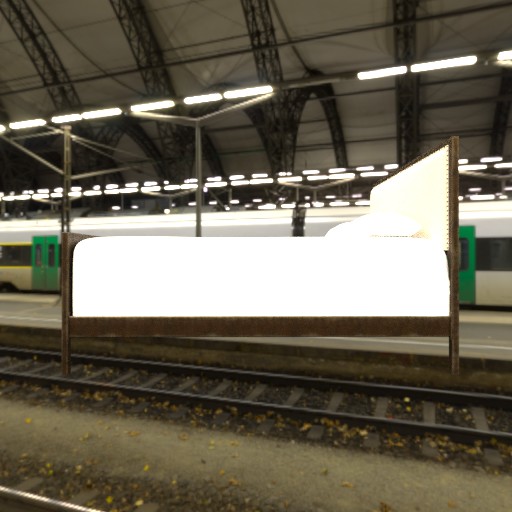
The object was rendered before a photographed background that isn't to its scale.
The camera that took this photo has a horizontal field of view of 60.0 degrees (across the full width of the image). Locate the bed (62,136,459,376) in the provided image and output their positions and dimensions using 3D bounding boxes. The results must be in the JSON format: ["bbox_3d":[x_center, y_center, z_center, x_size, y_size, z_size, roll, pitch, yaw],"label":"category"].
[{"bbox_3d":[0.000,0.000,3.232,2.221,1.313,1.607,0,0,-1],"label":"bed"}]
